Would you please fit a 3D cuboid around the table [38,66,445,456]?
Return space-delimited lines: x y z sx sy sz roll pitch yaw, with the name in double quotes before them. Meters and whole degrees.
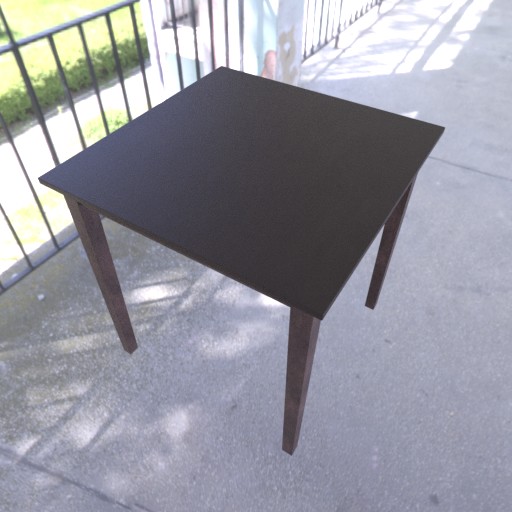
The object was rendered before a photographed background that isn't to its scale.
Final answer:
"table" 0.000 0.000 1.403 0.749 0.770 0.749 24 51 22
